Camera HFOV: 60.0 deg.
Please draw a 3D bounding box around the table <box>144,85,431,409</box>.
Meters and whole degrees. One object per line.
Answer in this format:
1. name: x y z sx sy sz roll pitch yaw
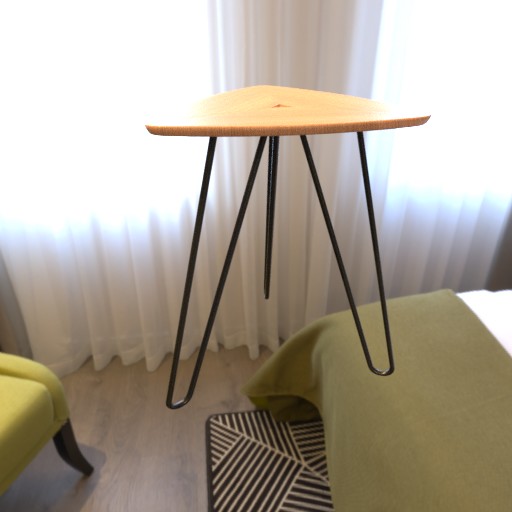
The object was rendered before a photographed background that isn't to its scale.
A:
1. table: 0.000 0.000 0.879 0.455 0.564 0.442 -21 35 -33
